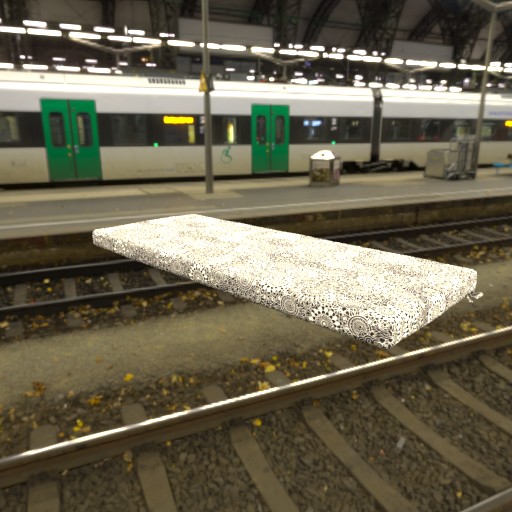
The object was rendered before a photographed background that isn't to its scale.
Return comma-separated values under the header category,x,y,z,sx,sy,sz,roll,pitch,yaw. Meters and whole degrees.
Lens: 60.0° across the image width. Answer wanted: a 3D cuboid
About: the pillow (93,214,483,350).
category,x,y,z,sx,sy,sz,roll,pitch,yaw
pillow,0.000,0.000,1.346,1.187,0.081,0.492,15,21,42
